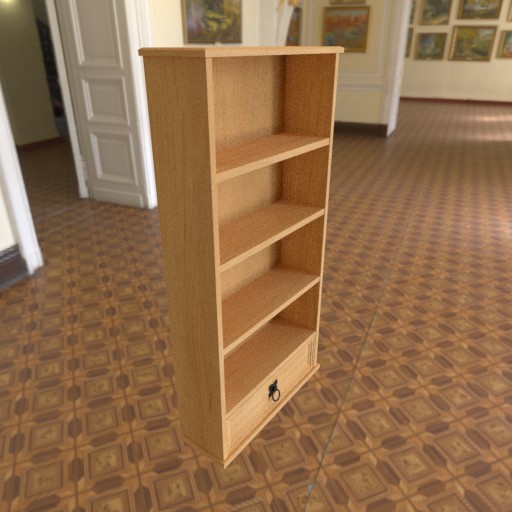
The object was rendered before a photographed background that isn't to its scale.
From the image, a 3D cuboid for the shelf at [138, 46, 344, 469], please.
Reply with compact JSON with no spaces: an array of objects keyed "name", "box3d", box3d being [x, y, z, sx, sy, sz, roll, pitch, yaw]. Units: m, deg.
[{"name":"shelf","box3d":[0.000,0.000,1.207,0.175,1.030,0.520,18,31,33]}]
